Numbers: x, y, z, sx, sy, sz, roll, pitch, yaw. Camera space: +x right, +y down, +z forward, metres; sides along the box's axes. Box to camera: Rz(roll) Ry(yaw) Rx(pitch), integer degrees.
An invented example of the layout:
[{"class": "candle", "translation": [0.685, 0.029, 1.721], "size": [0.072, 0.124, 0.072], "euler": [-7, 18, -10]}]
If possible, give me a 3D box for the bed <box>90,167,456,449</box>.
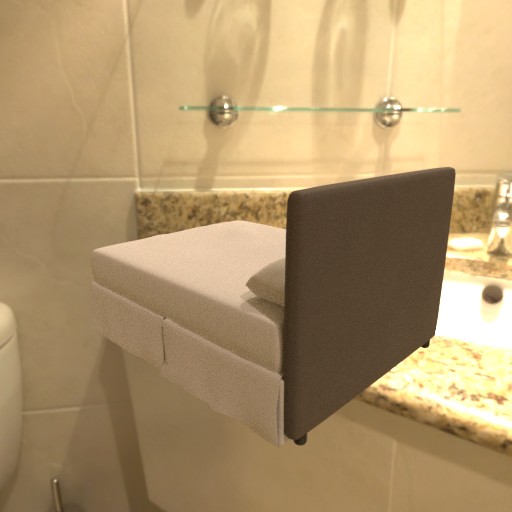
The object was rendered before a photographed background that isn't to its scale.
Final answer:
[{"class": "bed", "translation": [0.000, 0.000, 3.274], "size": [2.142, 1.330, 1.723], "euler": [16, 22, 42]}]
